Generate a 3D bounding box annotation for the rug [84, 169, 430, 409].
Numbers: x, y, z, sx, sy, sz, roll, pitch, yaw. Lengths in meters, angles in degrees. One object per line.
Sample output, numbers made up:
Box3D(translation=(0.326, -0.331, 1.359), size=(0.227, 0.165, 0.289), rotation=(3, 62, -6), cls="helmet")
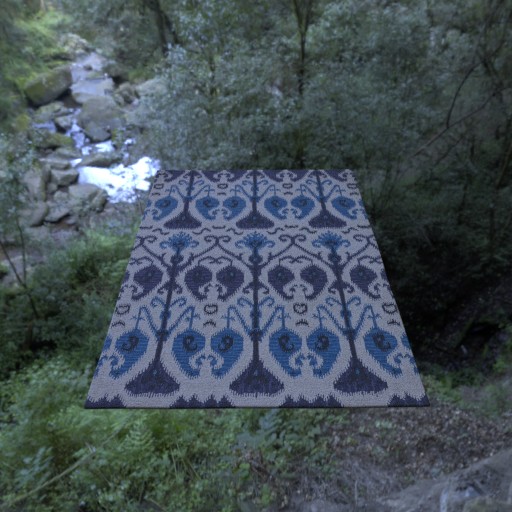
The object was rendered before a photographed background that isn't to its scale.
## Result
Box3D(translation=(0.000, 0.000, 4.313), size=(2.443, 0.024, 3.228), rotation=(0, 42, 0), cls="rug")
